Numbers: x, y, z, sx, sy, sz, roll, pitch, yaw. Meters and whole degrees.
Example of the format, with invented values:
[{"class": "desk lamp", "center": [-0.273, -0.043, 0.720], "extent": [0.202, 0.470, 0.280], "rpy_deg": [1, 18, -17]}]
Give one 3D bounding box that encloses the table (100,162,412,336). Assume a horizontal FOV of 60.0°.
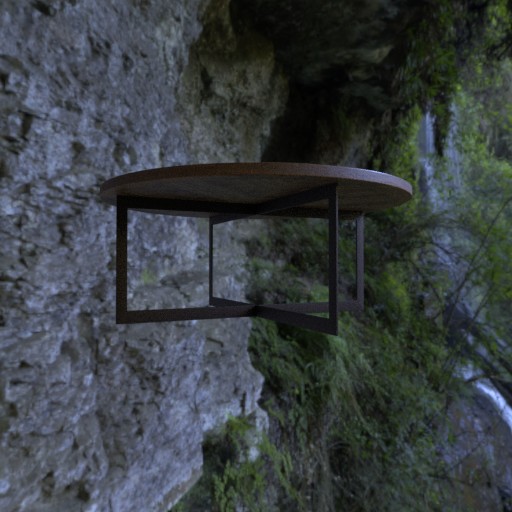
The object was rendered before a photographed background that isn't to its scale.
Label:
[{"class": "table", "center": [0.000, 0.000, 1.896], "extent": [1.264, 0.516, 1.264], "rpy_deg": [0, -1, 0]}]
